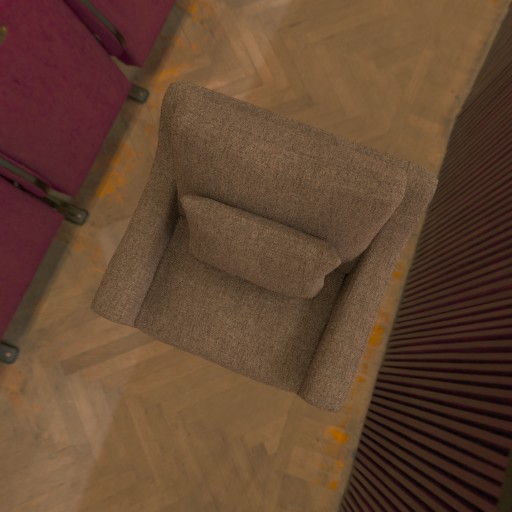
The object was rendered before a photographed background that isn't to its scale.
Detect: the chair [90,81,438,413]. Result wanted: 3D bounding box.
[{"bbox_3d":[0.000,0.000,1.965,1.138,1.037,1.009,21,78,5],"label":"chair"}]
